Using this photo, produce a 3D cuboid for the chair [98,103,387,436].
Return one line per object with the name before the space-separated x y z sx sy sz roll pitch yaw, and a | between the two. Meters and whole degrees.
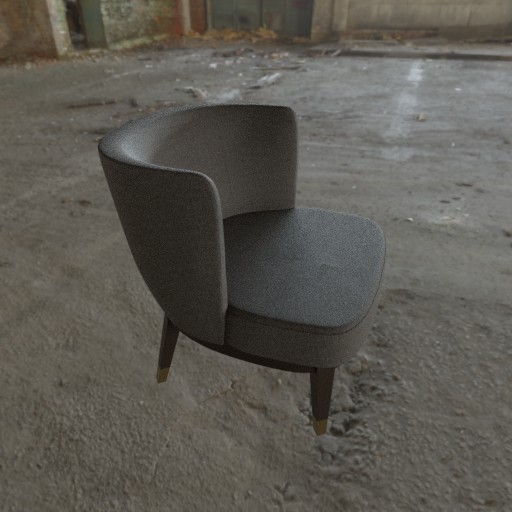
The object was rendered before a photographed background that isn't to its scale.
chair | 0.000 0.000 1.247 0.698 0.695 0.639 10 32 17
